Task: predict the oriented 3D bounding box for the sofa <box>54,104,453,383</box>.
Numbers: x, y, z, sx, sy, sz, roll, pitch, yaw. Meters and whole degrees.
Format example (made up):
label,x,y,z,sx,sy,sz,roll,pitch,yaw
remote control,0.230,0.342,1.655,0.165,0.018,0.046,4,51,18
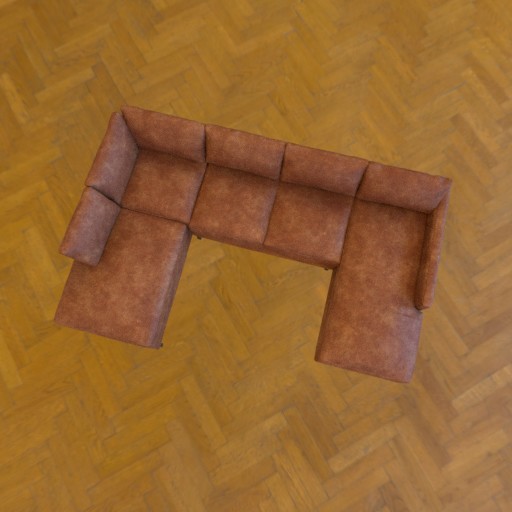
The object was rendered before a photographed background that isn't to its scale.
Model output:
label,x,y,z,sx,sy,sz,roll,pitch,yaw
sofa,0.000,0.000,3.804,2.956,0.900,1.939,14,76,3
